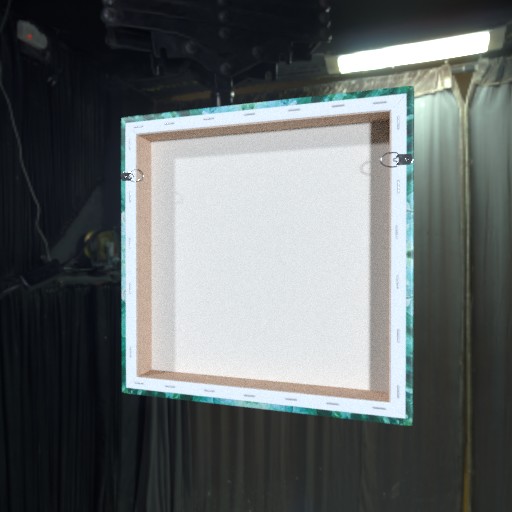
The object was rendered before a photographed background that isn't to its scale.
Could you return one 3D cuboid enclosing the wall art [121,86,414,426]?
[{"bbox_3d":[0.000,0.000,0.468,0.313,0.313,0.033,0,1,18],"label":"wall art"}]
